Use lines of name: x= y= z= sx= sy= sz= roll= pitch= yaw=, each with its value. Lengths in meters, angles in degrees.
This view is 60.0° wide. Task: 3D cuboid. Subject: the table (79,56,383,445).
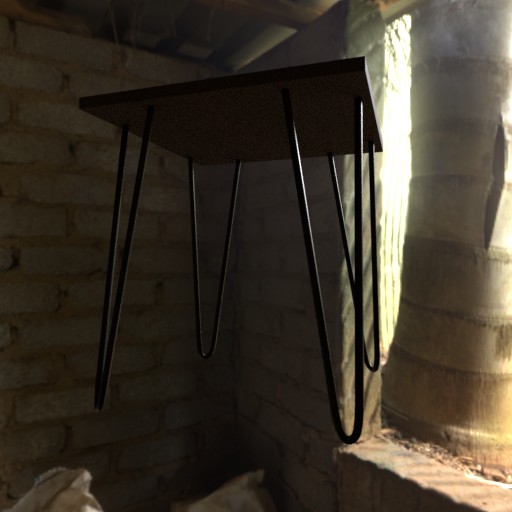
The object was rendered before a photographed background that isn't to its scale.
table: x=0.000 y=0.000 z=0.938 sx=0.495 sy=0.559 sz=0.495 roll=0 pitch=-1 yaw=19
